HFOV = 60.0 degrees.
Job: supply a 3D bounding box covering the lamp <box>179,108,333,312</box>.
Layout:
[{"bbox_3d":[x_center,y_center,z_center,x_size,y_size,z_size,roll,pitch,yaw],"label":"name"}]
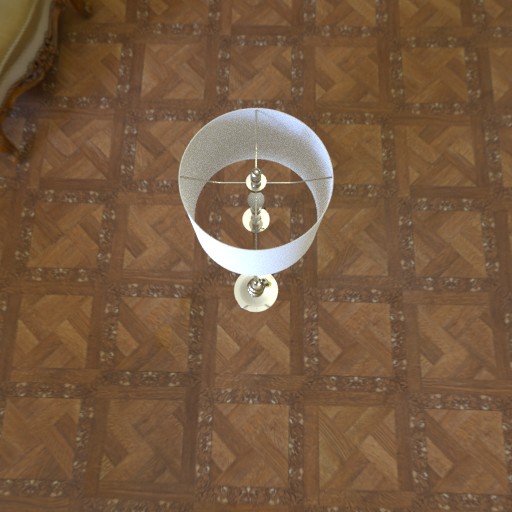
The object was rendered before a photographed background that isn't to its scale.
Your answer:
[{"bbox_3d":[0.000,0.000,1.713,0.356,1.487,0.356,0,75,0],"label":"lamp"}]
